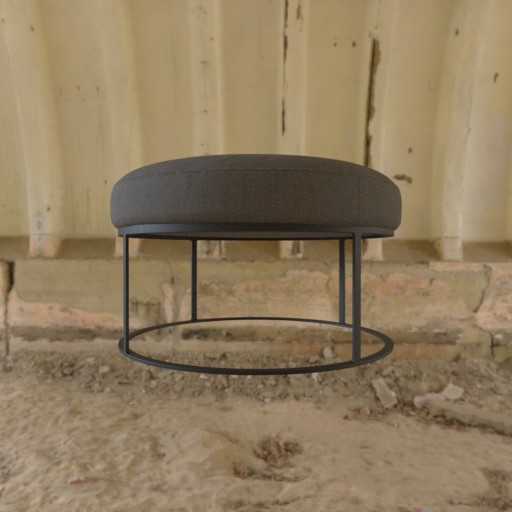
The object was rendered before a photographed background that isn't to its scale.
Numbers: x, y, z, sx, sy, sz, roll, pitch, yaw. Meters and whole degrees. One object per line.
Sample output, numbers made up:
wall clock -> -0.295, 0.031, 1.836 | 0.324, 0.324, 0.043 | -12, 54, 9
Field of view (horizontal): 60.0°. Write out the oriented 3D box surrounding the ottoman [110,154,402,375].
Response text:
ottoman -> 0.000, 0.000, 1.228 | 0.772, 0.460, 0.772 | 0, 1, 0
